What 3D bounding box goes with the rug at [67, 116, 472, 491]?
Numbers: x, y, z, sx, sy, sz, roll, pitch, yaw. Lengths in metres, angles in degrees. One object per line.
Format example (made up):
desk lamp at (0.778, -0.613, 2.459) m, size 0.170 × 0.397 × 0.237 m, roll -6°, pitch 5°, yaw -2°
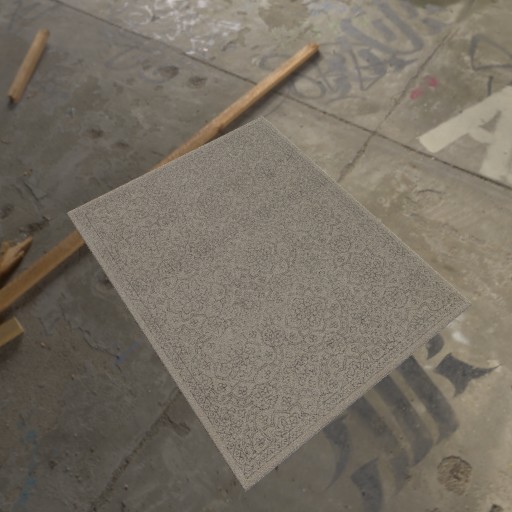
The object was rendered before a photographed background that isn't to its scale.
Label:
rug at (0.000, 0.000, 4.135) m, size 2.441 × 0.015 × 3.050 m, roll -32°, pitch 62°, yaw -19°
